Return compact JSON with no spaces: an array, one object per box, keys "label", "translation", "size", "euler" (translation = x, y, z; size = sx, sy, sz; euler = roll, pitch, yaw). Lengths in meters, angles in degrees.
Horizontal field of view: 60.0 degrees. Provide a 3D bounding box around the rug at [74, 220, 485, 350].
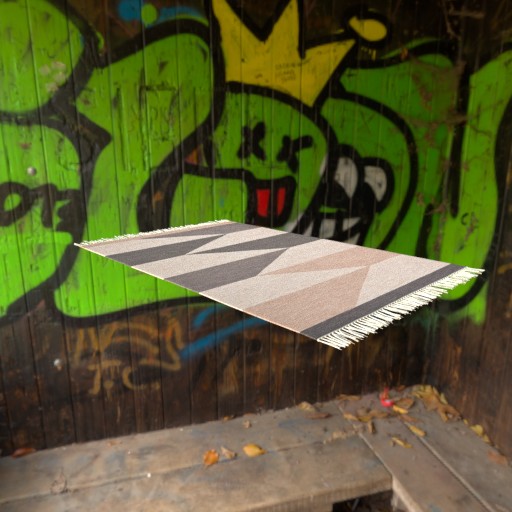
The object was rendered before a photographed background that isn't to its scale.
[{"label":"rug","translation":[0.000,0.000,2.476],"size":[1.224,0.027,2.021],"euler":[-14,20,-42]}]
